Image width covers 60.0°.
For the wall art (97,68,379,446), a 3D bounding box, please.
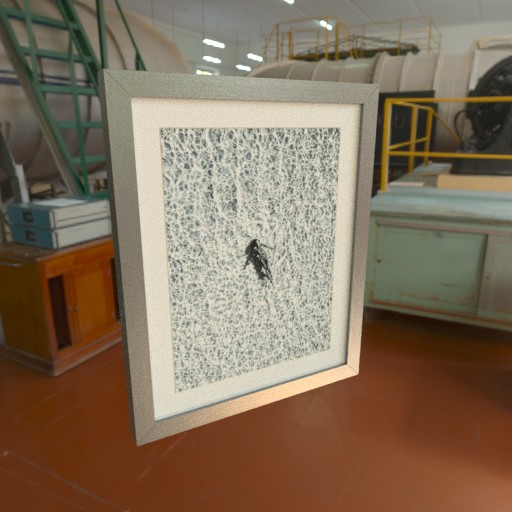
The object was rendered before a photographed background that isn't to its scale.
[{"bbox_3d":[0.000,0.000,0.509,0.308,0.379,0.030,-9,18,-27],"label":"wall art"}]
